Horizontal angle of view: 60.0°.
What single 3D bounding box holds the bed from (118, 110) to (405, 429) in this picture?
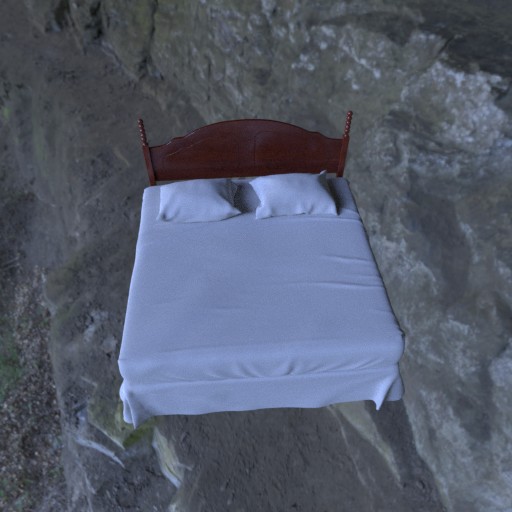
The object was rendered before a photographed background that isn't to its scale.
[{"bbox_3d":[0.000,0.000,3.675,2.322,1.355,2.219,-3,47,-3],"label":"bed"}]
